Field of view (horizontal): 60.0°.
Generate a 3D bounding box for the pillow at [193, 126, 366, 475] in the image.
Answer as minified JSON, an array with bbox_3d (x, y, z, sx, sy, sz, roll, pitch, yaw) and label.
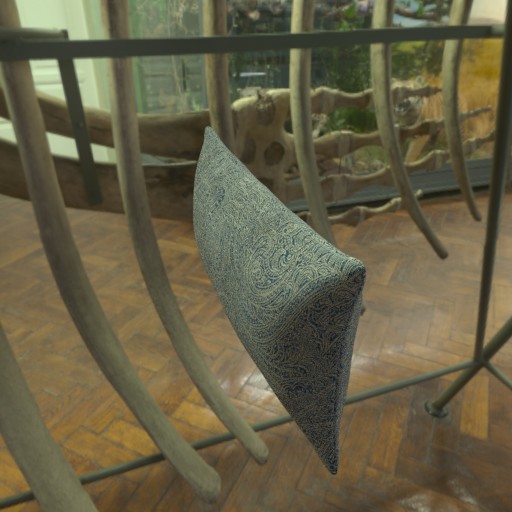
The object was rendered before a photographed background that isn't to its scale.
[{"bbox_3d":[0.000,0.000,0.727,0.151,0.295,0.615,-9,30,-16],"label":"pillow"}]
